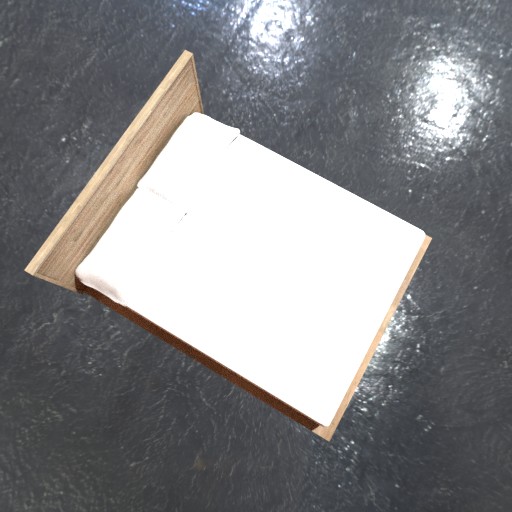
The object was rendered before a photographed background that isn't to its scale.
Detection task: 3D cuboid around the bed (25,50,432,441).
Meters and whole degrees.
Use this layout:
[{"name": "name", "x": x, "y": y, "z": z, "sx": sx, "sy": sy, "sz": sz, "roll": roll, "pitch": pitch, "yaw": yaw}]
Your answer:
[{"name": "bed", "x": 0.000, "y": 0.000, "z": 3.179, "sx": 2.145, "sy": 1.071, "sz": 1.759, "roll": 29, "pitch": 78, "yaw": 7}]
